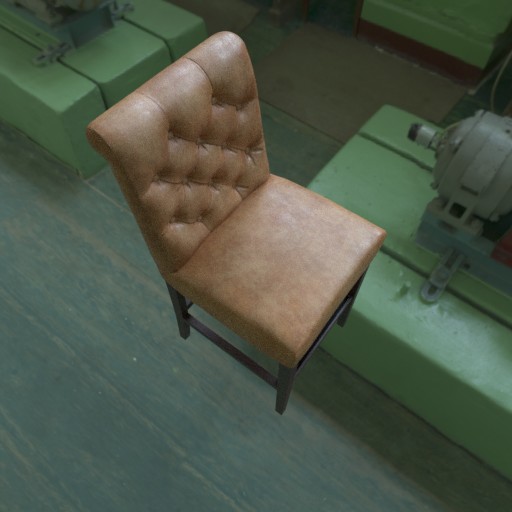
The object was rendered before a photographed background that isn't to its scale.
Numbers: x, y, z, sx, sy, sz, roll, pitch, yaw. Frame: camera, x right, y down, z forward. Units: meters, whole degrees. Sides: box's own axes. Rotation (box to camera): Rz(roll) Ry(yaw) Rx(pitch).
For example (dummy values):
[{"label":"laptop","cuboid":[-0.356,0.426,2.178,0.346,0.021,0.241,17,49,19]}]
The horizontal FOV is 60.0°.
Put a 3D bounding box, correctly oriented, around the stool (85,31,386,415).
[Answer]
[{"label":"stool","cuboid":[0.000,0.000,1.357,0.601,1.047,0.493,32,63,19]}]
